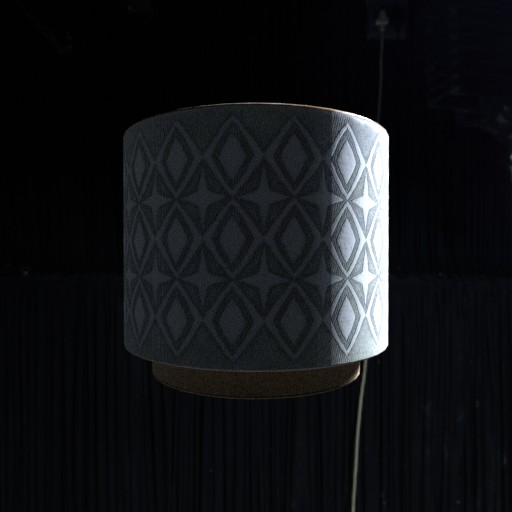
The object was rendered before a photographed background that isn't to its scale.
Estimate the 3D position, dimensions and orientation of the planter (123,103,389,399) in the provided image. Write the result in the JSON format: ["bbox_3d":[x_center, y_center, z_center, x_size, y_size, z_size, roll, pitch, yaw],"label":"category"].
[{"bbox_3d":[0.000,0.000,0.445,0.255,0.223,0.255,0,1,0],"label":"planter"}]
